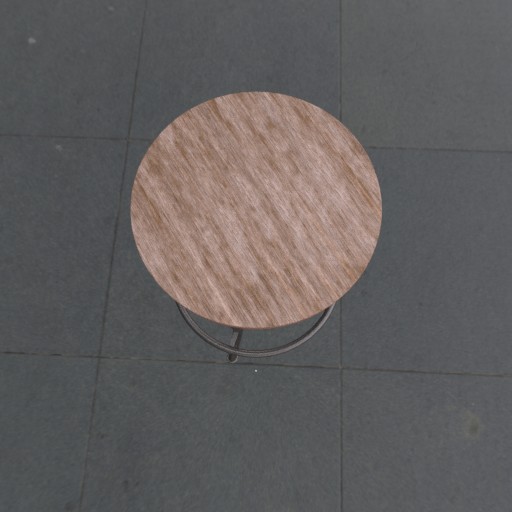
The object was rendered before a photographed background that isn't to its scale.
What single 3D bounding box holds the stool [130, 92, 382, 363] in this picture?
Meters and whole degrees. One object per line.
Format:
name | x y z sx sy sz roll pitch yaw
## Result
stool | 0.000 0.000 0.910 0.439 0.609 0.439 17 76 4
